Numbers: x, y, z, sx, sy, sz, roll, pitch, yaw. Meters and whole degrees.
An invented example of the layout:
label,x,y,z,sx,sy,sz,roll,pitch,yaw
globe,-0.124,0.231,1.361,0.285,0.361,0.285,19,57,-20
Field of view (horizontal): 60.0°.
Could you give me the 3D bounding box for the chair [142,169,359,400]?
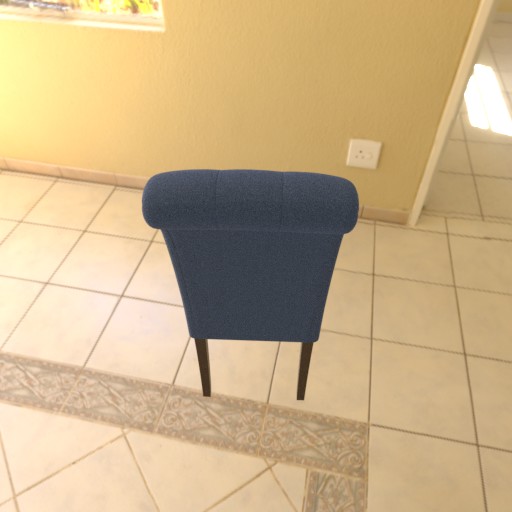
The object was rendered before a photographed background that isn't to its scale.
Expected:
label,x,y,z,sx,sy,sz,roll,pitch,yaw
chair,0.000,0.000,1.373,0.456,1.006,0.671,2,46,2
